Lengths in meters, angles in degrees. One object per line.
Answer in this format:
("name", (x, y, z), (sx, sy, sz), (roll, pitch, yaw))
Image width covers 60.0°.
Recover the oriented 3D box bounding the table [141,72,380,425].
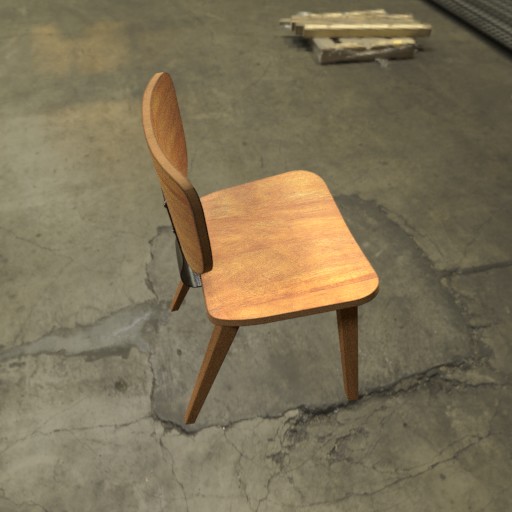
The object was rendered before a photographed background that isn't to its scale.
("table", (0.000, 0.000, 1.116), (0.500, 0.805, 0.499), (-10, 47, -9))
